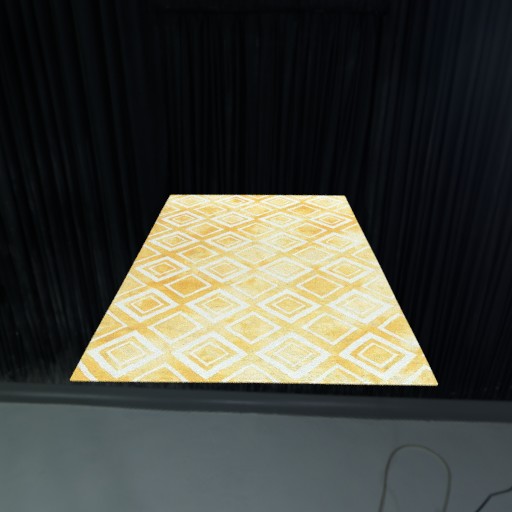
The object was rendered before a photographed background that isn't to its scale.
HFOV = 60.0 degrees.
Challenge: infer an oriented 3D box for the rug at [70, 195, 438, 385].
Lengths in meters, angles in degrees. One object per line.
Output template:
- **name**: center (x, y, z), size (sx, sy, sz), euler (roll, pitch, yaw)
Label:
- **rug**: center (0.000, 0.000, 2.267), size (1.213, 0.010, 1.829), euler (0, 27, 1)
